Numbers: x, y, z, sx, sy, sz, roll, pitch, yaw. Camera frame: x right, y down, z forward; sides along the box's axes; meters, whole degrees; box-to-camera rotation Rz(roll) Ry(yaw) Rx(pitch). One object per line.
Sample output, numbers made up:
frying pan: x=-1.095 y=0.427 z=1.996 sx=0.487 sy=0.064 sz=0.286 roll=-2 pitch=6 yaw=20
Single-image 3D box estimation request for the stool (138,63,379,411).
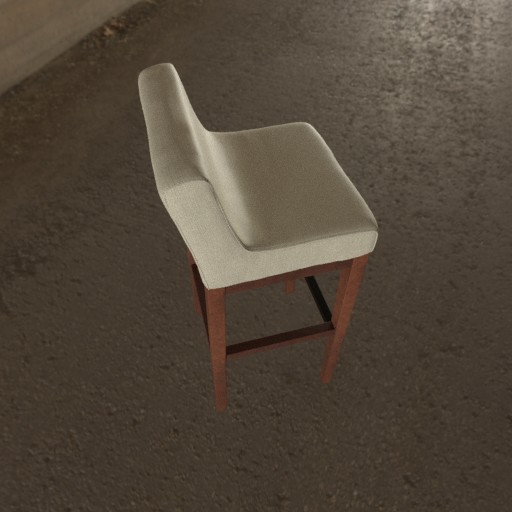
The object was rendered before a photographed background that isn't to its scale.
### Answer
stool: x=0.000 y=0.000 z=1.369 sx=0.500 sy=1.037 sz=0.511 roll=-11 pitch=48 yaw=-10
